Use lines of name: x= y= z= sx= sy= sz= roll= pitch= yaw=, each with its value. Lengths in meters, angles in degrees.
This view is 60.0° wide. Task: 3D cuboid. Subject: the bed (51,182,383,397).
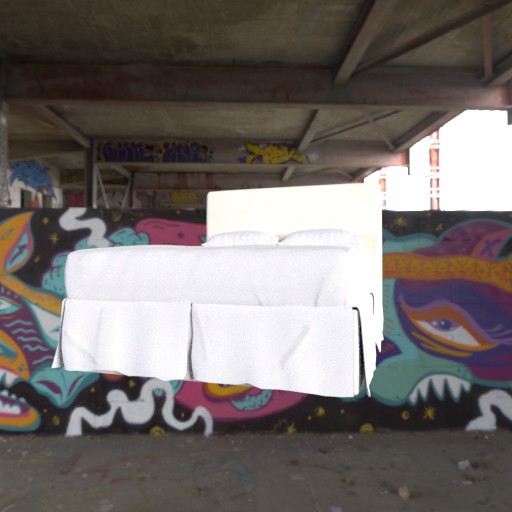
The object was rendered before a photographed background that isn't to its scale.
bed: x=0.000 y=0.000 z=3.170 sx=1.713 sy=1.330 sz=2.142 roll=0 pitch=-1 yaw=18
